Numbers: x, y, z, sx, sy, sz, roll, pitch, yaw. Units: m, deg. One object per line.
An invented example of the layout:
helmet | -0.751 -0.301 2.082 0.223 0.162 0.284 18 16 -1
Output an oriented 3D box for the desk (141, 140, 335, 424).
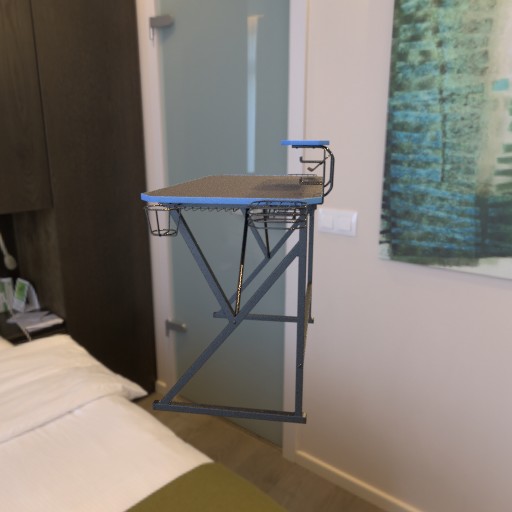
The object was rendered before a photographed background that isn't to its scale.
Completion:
desk | 0.000 0.000 1.810 0.594 0.909 1.295 2 14 9
